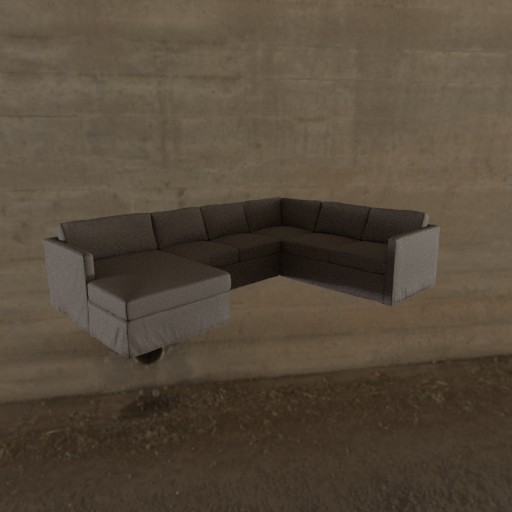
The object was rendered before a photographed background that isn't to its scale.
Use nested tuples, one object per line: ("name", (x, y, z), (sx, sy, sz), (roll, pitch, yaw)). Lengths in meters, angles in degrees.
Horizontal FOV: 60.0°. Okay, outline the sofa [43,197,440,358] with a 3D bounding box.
("sofa", (0.000, 0.000, 4.727), (3.528, 0.878, 2.476), (-14, 20, -43))
